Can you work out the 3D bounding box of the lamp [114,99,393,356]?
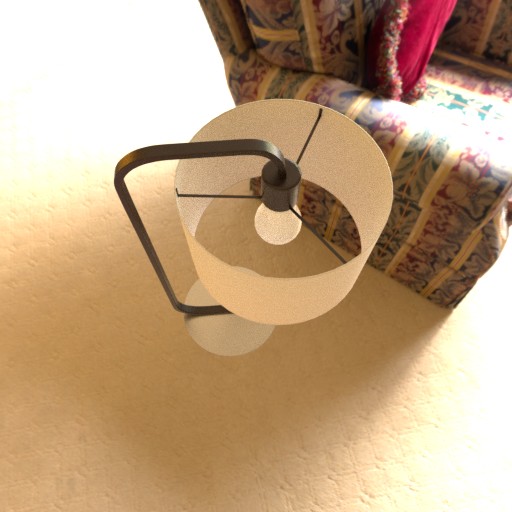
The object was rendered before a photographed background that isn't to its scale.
[{"bbox_3d":[0.000,0.000,0.626,0.288,0.473,0.230,-4,64,-2],"label":"lamp"}]
